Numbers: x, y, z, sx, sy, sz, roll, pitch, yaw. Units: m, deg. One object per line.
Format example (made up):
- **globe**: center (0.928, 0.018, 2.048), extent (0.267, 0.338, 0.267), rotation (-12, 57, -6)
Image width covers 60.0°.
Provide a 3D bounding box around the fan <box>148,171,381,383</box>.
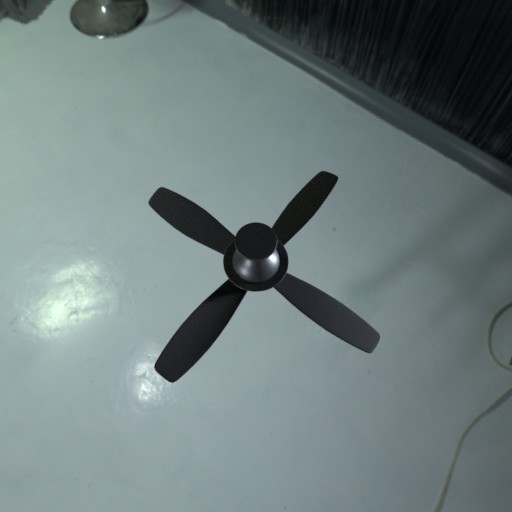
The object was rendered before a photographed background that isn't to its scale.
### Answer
- **fan**: center (0.000, 0.000, 2.607), extent (1.694, 0.382, 1.694), rotation (34, 68, 16)
